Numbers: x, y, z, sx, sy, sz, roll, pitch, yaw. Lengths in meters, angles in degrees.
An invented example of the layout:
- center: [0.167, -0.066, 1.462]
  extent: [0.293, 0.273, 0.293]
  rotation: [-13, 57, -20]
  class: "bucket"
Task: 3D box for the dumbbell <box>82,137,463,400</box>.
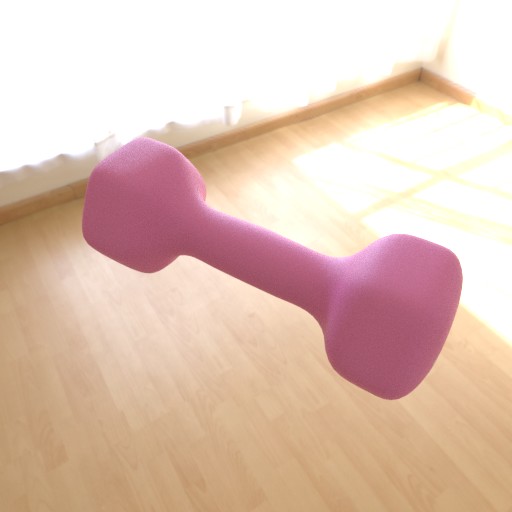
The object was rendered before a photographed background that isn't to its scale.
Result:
- center: [0.000, 0.000, 0.187]
  extent: [0.159, 0.058, 0.064]
  rotation: [24, 51, 22]
  class: "dumbbell"
